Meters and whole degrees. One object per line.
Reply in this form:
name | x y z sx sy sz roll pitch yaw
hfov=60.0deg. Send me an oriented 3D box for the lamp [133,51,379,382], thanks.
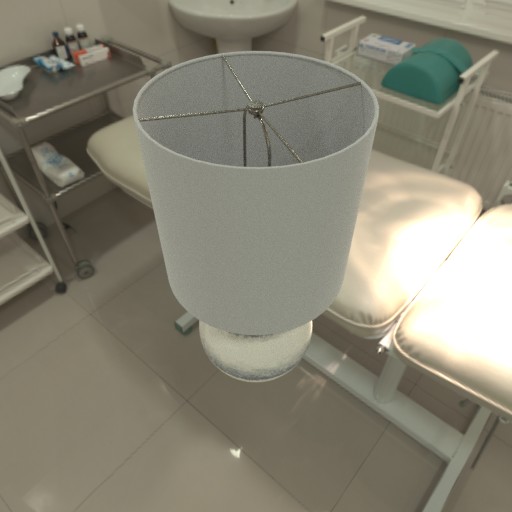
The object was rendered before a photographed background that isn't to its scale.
lamp | 0.000 0.000 0.541 0.216 0.404 0.216 32 54 27
